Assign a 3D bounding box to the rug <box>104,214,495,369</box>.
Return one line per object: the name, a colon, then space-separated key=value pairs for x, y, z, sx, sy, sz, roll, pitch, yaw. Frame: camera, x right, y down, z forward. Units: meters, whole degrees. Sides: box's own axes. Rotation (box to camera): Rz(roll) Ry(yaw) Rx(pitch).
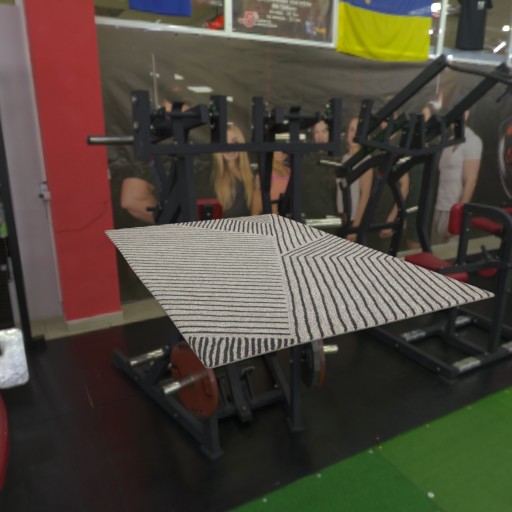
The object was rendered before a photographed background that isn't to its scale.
rug: x=0.000 y=0.000 z=2.300 sx=1.237 sy=0.019 sz=1.842 roll=-8 pitch=19 yaw=-26
